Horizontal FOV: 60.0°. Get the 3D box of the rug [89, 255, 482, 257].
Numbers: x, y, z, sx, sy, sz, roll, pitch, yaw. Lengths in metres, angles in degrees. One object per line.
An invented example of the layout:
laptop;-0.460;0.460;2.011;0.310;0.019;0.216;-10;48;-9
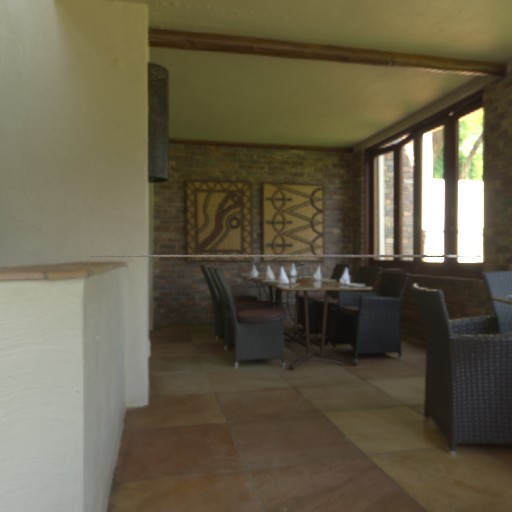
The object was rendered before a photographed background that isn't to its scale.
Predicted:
rug;0.000;0.000;2.774;2.435;0.011;0.750;0;0;36
